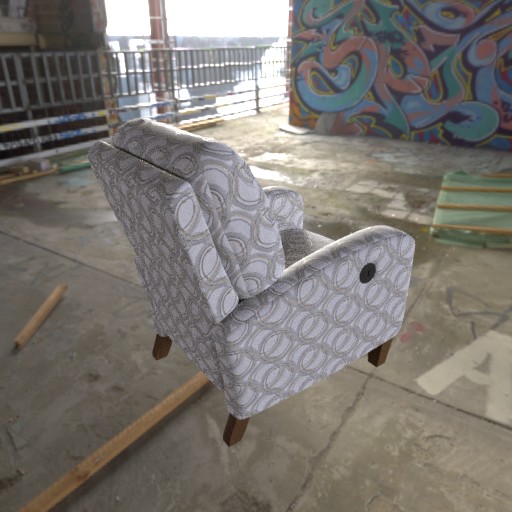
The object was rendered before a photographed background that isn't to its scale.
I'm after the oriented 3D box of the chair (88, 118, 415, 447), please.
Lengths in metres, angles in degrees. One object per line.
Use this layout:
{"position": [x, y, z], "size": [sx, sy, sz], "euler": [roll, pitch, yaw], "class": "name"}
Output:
{"position": [0.000, 0.000, 1.764], "size": [0.995, 1.065, 0.796], "euler": [-18, 32, -33], "class": "chair"}
